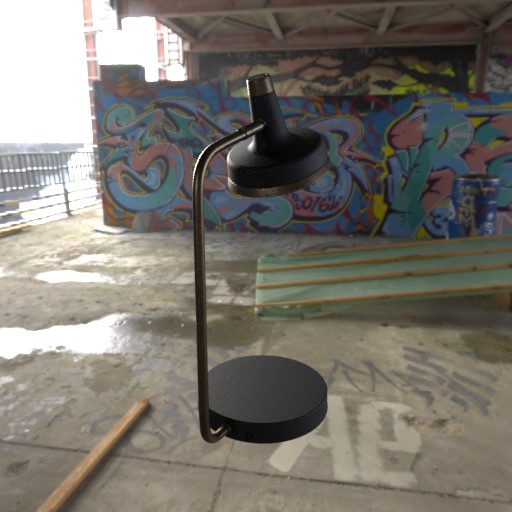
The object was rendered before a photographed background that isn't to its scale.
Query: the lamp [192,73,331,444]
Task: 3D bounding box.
[{"bbox_3d":[0.000,0.000,0.494,0.162,0.385,0.218,8,16,29],"label":"lamp"}]
